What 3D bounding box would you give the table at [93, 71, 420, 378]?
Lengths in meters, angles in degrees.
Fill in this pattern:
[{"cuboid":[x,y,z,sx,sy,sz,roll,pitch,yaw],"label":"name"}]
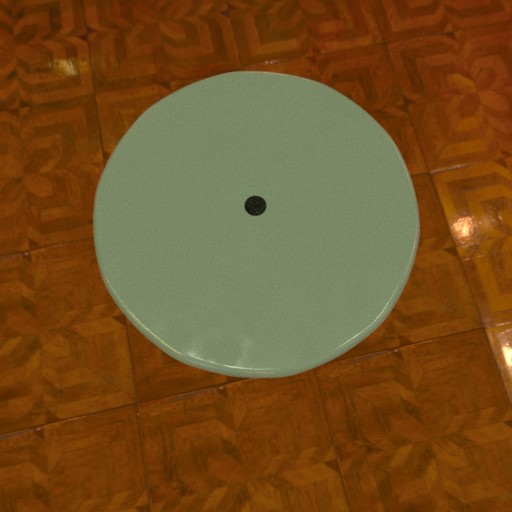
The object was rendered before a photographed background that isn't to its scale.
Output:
[{"cuboid":[0.000,0.000,0.651,0.352,0.387,0.352,0,74,0],"label":"table"}]
